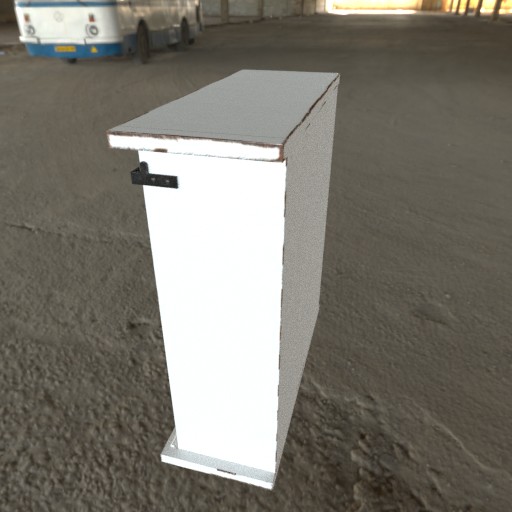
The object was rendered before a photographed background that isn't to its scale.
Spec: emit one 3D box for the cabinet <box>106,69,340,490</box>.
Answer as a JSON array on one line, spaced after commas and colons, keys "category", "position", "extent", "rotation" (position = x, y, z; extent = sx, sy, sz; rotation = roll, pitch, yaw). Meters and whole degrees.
[{"category": "cabinet", "position": [0.000, 0.000, 0.864], "extent": [0.210, 0.603, 0.541], "rotation": [8, 31, 13]}]
